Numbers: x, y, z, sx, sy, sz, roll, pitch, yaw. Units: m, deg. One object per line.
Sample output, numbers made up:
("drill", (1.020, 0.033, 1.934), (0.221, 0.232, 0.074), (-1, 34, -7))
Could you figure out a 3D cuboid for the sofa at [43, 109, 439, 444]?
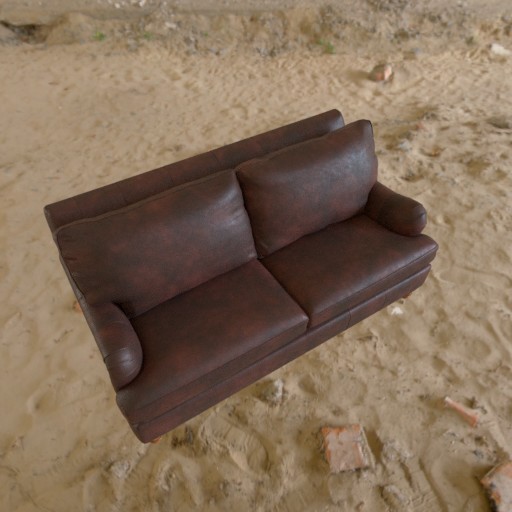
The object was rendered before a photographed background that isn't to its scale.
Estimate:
("sofa", (0.000, 0.000, 2.762), (2.144, 1.071, 1.147), (-24, 51, -21))
